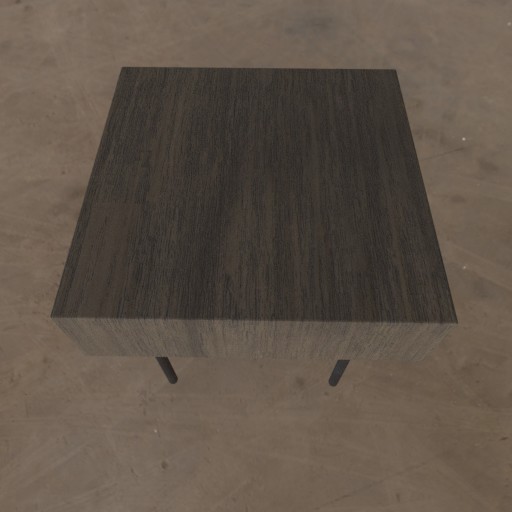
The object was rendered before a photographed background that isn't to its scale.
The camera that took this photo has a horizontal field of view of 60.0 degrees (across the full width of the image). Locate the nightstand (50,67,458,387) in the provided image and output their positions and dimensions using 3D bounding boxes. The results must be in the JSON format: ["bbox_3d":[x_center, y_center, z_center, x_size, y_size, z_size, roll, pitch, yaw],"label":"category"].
[{"bbox_3d":[0.000,0.000,0.885,0.503,0.497,0.502,1,58,0],"label":"nightstand"}]
